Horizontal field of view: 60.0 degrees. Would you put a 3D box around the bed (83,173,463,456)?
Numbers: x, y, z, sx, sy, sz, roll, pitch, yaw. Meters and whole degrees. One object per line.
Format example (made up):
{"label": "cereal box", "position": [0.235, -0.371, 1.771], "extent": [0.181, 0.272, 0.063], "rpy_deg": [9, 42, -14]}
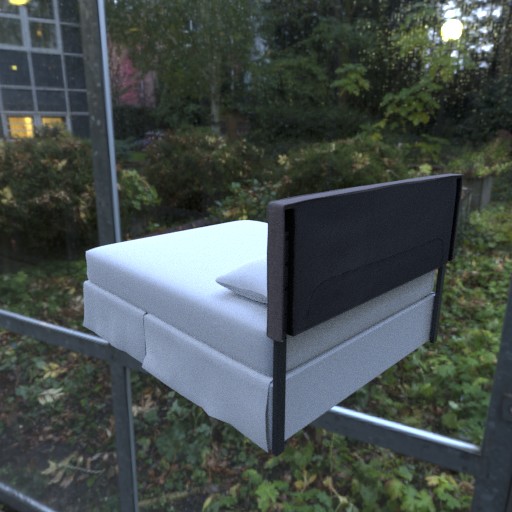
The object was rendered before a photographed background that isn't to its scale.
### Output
{"label": "bed", "position": [0.000, 0.000, 2.867], "extent": [1.610, 1.089, 1.894], "rpy_deg": [-15, 22, -42]}
